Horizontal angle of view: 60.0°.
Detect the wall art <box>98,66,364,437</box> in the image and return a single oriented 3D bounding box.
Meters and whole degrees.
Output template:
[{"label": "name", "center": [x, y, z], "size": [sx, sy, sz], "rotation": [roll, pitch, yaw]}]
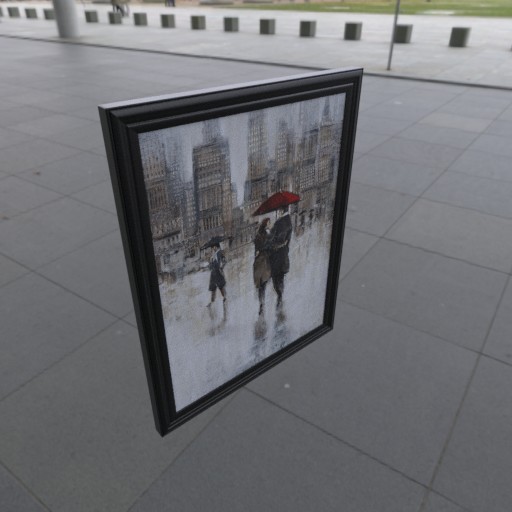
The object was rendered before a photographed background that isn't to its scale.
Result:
[{"label": "wall art", "center": [0.000, 0.000, 1.615], "size": [0.950, 1.194, 0.053], "rotation": [-24, 38, -33]}]
